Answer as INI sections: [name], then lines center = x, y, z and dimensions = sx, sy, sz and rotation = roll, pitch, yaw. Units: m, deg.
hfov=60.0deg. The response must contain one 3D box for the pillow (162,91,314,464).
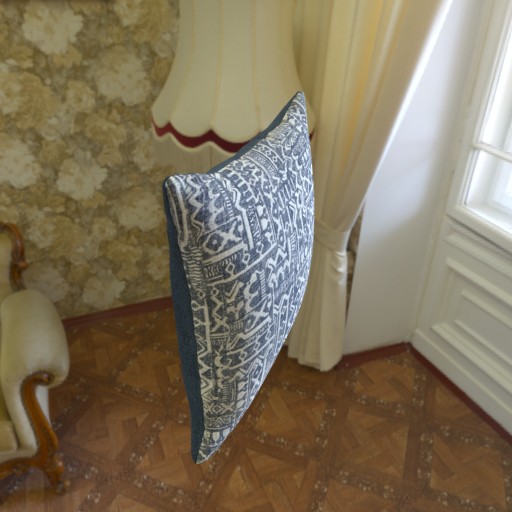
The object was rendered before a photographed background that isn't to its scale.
[pillow]
center = 0.000, 0.000, 0.804
dimensions = 0.180, 0.487, 0.546
rotation = 11, 32, 17
